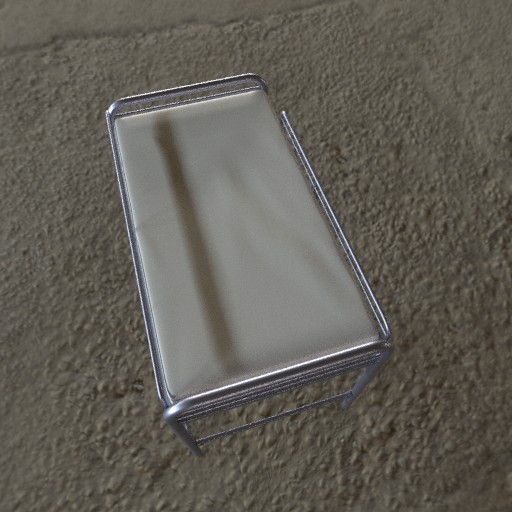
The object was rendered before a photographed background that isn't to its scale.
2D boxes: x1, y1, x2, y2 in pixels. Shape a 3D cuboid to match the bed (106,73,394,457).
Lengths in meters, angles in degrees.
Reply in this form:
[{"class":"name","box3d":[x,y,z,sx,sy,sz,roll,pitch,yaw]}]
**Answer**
[{"class":"bed","box3d":[0.000,0.000,2.915,1.415,1.288,1.965,-15,60,-9]}]
